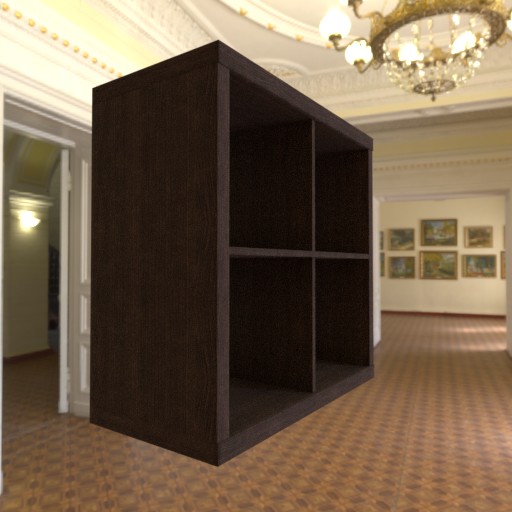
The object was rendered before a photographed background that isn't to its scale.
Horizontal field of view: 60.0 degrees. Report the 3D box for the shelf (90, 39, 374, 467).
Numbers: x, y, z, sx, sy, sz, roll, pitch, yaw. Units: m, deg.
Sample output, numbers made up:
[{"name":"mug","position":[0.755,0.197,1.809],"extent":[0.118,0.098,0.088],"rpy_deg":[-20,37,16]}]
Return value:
[{"name":"shelf","position":[0.000,0.000,1.250],"extent":[0.390,0.786,0.790],"rpy_deg":[-1,-1,35]}]
